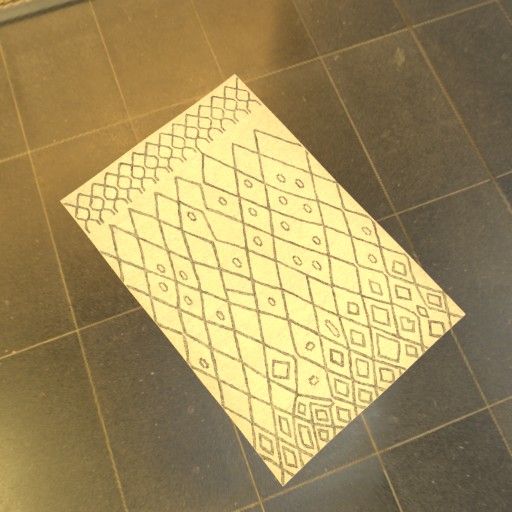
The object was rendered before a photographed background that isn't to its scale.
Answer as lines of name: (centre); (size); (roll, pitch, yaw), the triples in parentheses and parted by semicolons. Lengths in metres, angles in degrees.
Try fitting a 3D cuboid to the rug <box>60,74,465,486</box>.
rug: (0.000, 0.000, 2.305); (1.222, 0.015, 1.828); (-39, 79, -9)
